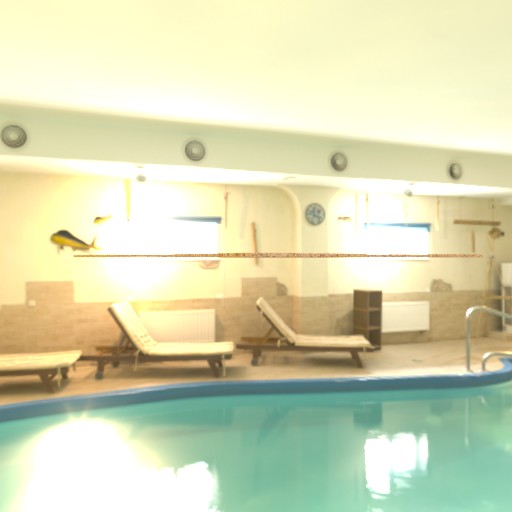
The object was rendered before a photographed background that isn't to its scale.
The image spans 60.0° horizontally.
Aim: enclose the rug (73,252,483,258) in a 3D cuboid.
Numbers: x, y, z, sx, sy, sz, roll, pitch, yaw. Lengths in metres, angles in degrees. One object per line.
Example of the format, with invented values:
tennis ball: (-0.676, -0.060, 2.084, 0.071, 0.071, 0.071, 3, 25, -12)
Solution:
rug: (0.000, 0.000, 4.090, 2.400, 0.025, 3.000, 0, 0, -38)
